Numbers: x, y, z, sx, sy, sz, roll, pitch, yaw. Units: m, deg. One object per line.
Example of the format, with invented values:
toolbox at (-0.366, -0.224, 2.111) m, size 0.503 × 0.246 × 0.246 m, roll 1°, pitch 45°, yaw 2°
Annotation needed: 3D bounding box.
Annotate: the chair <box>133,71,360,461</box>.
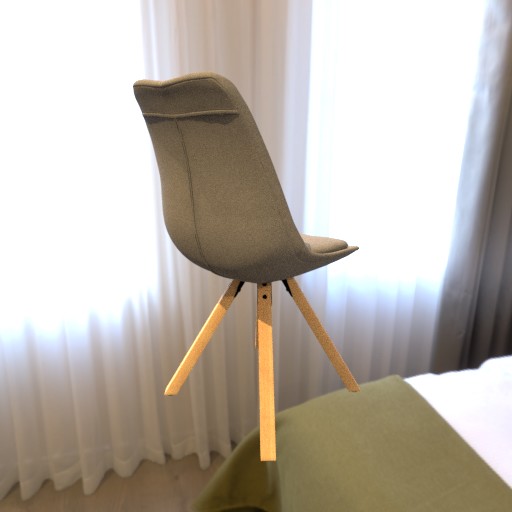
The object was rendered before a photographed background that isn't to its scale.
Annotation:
chair at (0.000, 0.000, 1.191) m, size 0.474 × 0.863 × 0.549 m, roll 15°, pitch 22°, yaw 42°
